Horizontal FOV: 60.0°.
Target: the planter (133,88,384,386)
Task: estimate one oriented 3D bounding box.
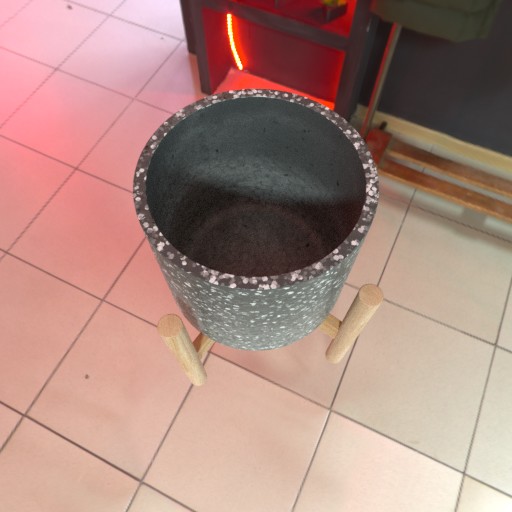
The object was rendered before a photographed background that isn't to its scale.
[{"bbox_3d":[0.000,0.000,0.545,0.284,0.320,0.284,-29,67,-14],"label":"planter"}]
